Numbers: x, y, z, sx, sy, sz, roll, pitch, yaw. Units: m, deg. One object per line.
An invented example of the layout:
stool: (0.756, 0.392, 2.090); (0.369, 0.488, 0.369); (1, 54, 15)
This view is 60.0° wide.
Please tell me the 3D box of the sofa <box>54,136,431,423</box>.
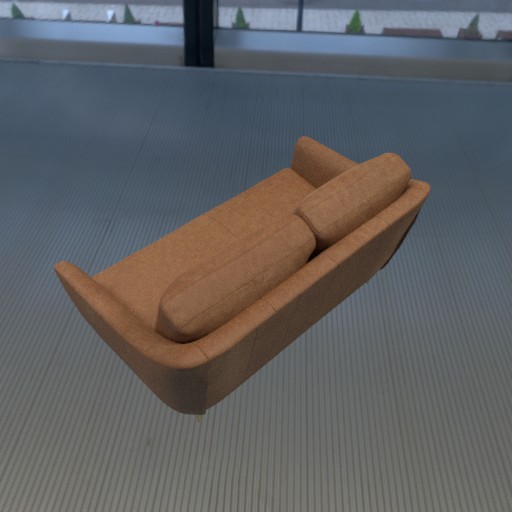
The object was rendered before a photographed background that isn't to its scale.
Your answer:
sofa: (0.000, 0.000, 2.213); (1.619, 0.902, 0.960); (-33, 56, -27)
